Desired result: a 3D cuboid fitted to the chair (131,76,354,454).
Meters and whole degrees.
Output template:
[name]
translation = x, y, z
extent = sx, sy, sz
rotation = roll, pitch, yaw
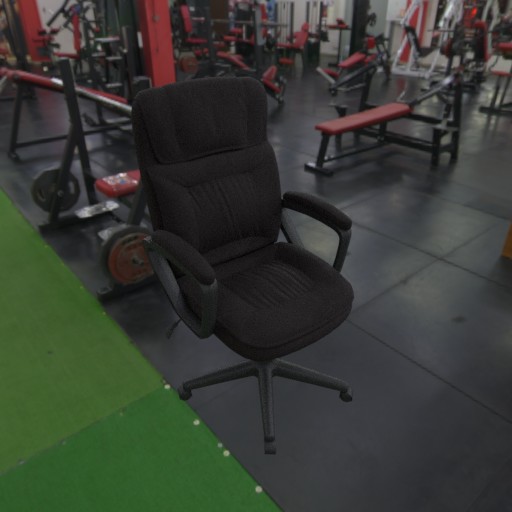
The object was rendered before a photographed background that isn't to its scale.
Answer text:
[chair]
translation = 0.000, 0.000, 1.565
extent = 0.667, 1.105, 0.724
rotation = -21, 36, -31
